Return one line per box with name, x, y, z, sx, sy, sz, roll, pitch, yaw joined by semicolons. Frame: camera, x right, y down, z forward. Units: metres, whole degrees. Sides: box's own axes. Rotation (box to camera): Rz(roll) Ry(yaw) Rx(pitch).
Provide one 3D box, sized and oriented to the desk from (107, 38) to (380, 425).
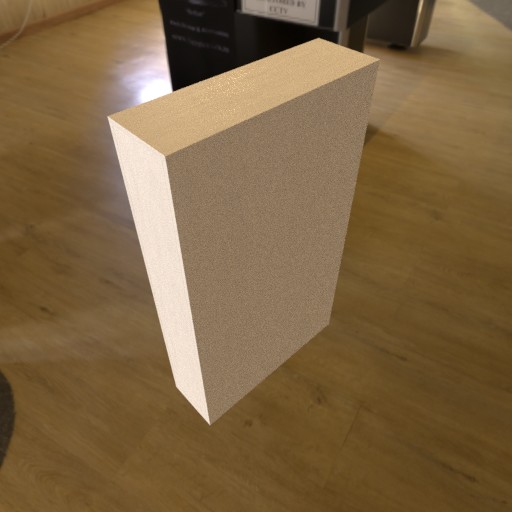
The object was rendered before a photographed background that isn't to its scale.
desk;0.000;0.000;1.619;0.750;1.280;0.250;-33;54;-29
